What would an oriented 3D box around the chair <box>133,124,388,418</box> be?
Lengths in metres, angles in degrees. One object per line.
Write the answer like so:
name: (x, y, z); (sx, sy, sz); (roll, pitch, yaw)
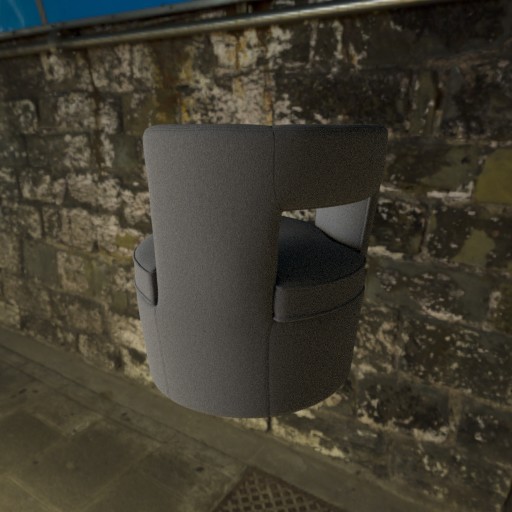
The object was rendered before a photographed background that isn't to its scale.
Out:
chair: (0.000, 0.000, 1.264); (0.689, 0.719, 0.660); (-15, 22, -41)
